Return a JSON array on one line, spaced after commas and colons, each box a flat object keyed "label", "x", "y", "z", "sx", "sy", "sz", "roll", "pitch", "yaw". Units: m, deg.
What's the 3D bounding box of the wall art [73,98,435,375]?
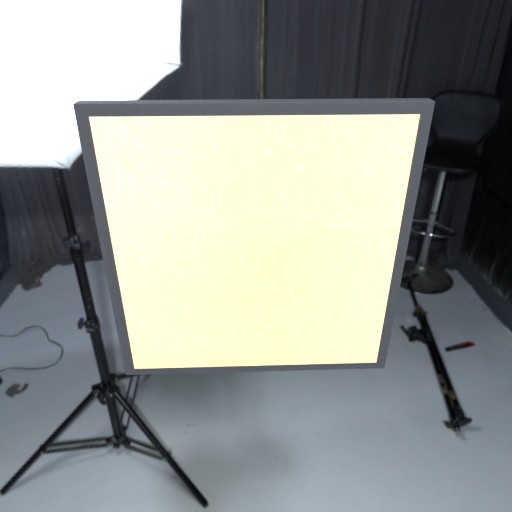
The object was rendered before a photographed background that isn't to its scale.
[{"label": "wall art", "x": 0.000, "y": 0.000, "z": 1.133, "sx": 0.762, "sy": 0.760, "sz": 0.037, "roll": -1, "pitch": 29, "yaw": -2}]
